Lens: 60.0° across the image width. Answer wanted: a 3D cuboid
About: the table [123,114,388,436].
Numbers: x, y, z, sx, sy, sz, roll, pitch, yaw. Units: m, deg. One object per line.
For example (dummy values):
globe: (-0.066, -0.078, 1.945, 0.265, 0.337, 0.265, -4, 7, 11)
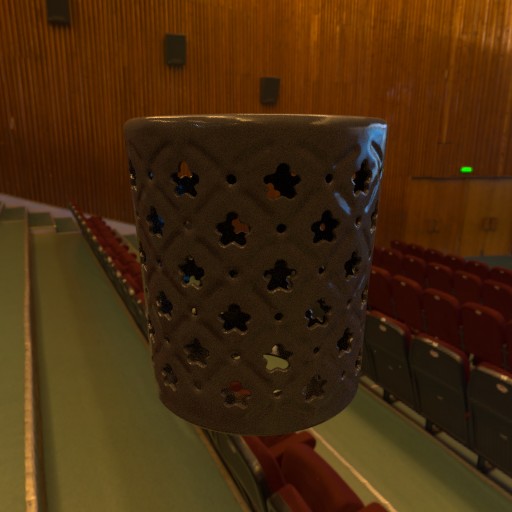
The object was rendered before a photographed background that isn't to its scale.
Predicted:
table: (0.000, 0.000, 0.653, 0.352, 0.387, 0.352, 0, 15, 0)
